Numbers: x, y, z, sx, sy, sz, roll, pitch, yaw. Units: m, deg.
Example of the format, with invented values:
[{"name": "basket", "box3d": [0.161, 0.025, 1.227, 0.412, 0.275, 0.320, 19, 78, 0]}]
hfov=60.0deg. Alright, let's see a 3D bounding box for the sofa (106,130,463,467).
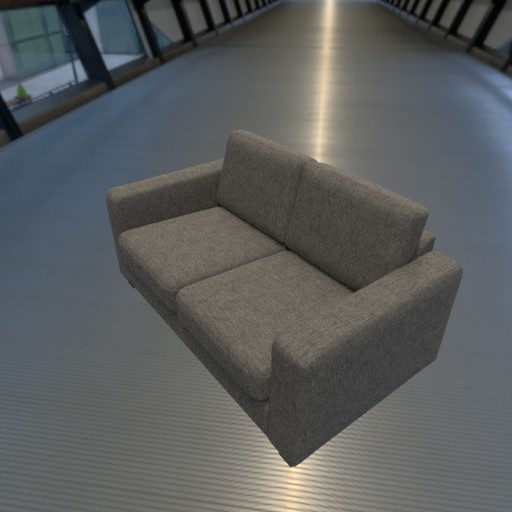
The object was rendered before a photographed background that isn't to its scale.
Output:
[{"name": "sofa", "box3d": [0.000, 0.000, 2.057, 0.900, 0.800, 1.520, -23, 39, -31]}]
